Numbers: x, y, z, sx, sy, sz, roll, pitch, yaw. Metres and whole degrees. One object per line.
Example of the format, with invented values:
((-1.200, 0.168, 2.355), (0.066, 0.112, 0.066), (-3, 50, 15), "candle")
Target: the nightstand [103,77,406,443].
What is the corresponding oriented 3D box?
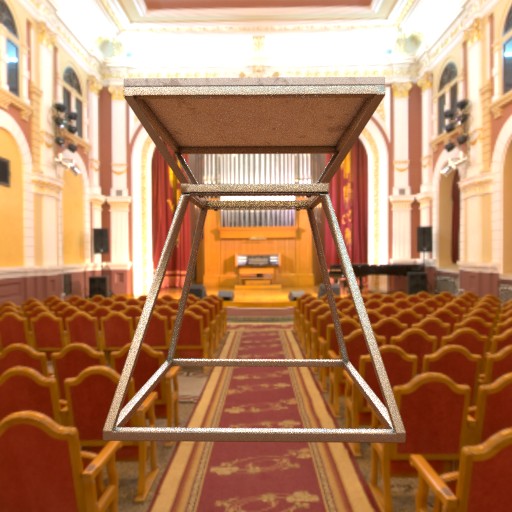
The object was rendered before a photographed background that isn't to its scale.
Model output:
((0.000, 0.000, 0.888), (0.455, 0.554, 0.455), (0, 0, 1), "nightstand")
